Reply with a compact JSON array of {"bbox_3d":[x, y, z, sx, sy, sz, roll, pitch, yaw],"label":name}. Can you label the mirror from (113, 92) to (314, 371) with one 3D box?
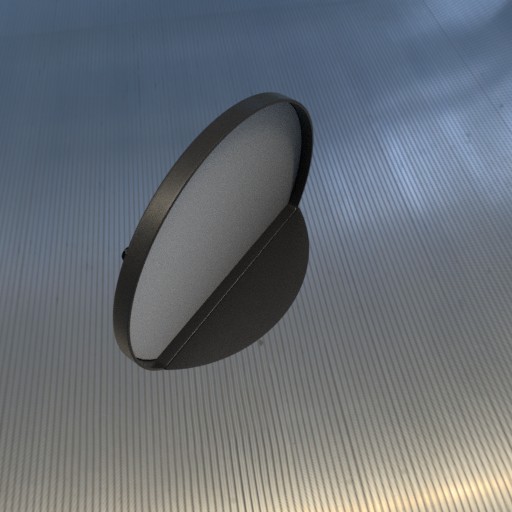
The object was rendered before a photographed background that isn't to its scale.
[{"bbox_3d":[0.000,0.000,0.680,0.133,0.457,0.457,31,63,18],"label":"mirror"}]
